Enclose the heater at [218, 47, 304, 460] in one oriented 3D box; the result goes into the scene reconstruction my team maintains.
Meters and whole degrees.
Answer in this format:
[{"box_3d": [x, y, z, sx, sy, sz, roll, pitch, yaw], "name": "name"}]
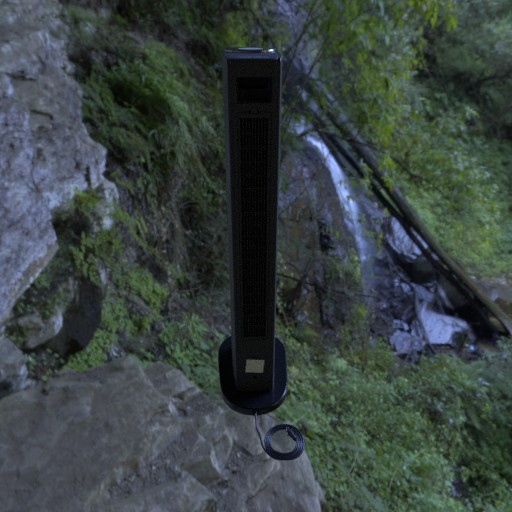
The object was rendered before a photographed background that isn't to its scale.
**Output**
[{"box_3d": [0.000, 0.000, 1.027, 0.214, 0.856, 0.458, -1, 29, -3], "name": "heater"}]
